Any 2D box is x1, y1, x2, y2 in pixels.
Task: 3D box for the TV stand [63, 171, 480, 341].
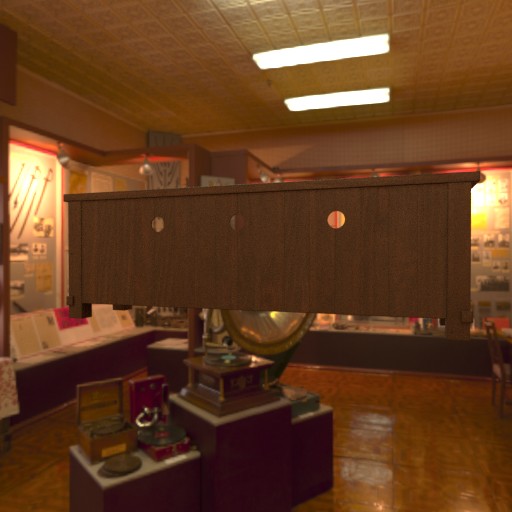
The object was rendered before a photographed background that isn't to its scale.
[{"bbox_3d":[0.000,0.000,2.115,1.866,0.615,0.471,0,0,19],"label":"TV stand"}]
